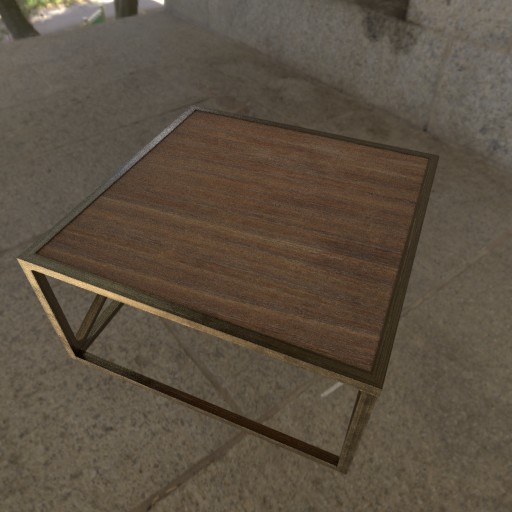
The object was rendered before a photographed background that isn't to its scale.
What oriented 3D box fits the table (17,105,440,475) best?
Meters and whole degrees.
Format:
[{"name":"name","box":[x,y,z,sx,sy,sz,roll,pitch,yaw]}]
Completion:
[{"name":"table","box":[0.000,0.000,1.426,0.909,0.451,0.899,17,47,16]}]
